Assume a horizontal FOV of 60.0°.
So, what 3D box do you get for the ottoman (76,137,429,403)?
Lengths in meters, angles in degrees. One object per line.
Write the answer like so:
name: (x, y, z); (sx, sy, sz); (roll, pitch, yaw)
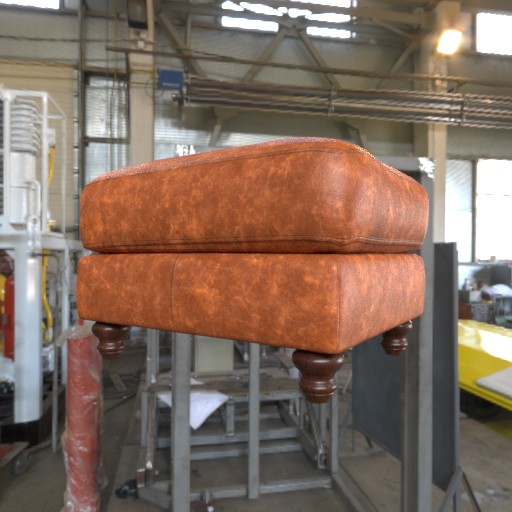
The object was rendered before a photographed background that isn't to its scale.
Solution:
ottoman: (0.000, 0.000, 1.251); (0.832, 0.562, 0.657); (0, 0, 34)
